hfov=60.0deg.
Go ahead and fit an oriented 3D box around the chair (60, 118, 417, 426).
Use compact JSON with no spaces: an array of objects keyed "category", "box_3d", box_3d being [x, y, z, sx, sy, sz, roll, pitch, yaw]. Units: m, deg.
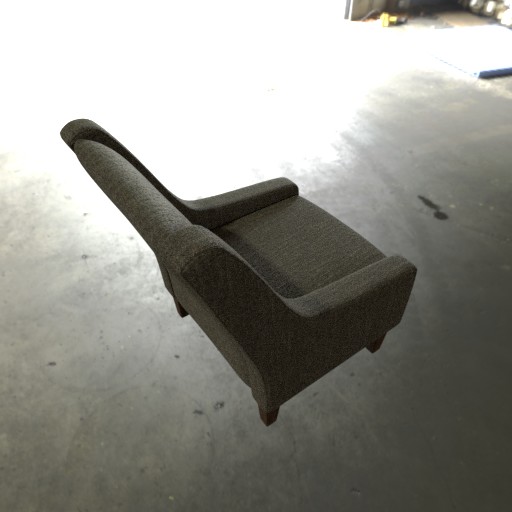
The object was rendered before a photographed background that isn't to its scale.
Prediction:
[{"category":"chair","box_3d":[0.000,0.000,1.646,0.944,1.012,0.793,-25,47,-26]}]
